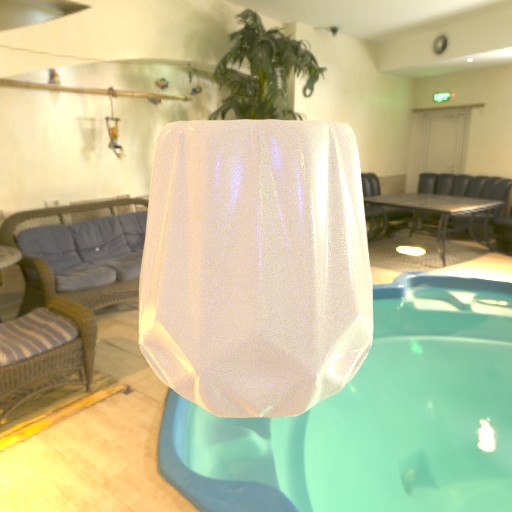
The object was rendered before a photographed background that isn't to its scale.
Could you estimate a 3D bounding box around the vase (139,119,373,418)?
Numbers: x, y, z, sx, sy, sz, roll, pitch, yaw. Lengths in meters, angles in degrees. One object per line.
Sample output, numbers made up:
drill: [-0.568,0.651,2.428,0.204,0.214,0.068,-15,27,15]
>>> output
vase: [0.000,0.000,0.264,0.141,0.152,0.141,0,15,0]
